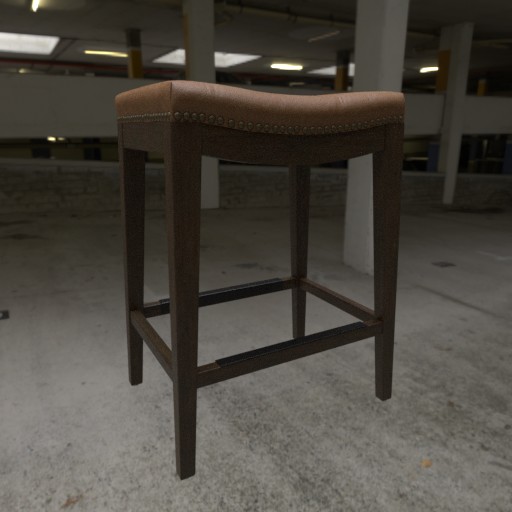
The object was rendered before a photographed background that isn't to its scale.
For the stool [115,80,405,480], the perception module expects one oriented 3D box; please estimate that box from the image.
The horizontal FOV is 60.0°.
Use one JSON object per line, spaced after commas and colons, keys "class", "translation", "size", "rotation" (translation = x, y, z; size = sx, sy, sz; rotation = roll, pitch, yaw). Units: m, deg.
{"class": "stool", "translation": [0.000, 0.000, 0.945], "size": [0.500, 0.660, 0.361], "rotation": [-9, 18, -28]}
